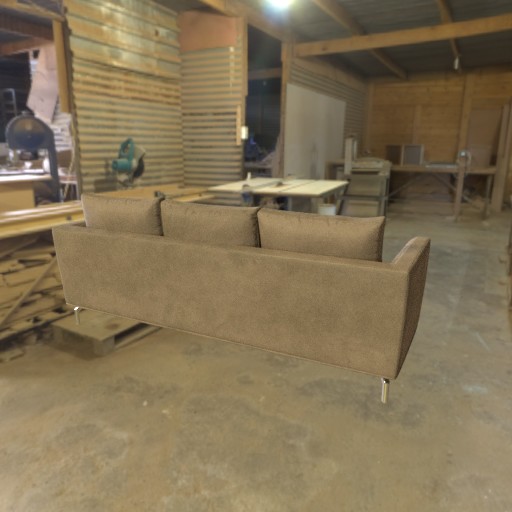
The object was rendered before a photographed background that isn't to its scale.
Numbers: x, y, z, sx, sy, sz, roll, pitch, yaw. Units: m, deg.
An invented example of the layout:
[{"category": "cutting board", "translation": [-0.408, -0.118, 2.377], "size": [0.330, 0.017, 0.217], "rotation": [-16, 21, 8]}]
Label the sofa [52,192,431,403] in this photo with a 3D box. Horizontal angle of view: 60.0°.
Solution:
[{"category": "sofa", "translation": [0.000, 0.000, 3.351], "size": [2.438, 0.987, 1.622], "rotation": [7, 16, 26]}]
